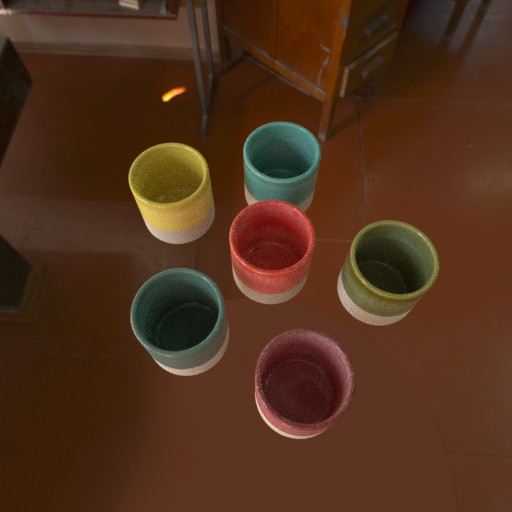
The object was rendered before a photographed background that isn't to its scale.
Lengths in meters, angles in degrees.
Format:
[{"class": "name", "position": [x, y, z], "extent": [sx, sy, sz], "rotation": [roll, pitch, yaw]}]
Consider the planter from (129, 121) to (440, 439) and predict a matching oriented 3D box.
[{"class": "planter", "position": [0.000, 0.000, 0.416], "extent": [0.286, 0.075, 0.257], "rotation": [34, 68, 16]}]
